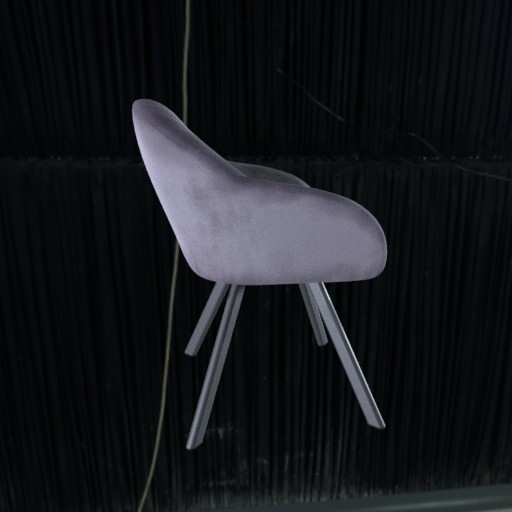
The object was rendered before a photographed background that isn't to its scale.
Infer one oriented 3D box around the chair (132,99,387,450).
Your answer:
[{"bbox_3d":[0.000,0.000,1.197,0.590,0.795,0.550,-3,16,-9],"label":"chair"}]
